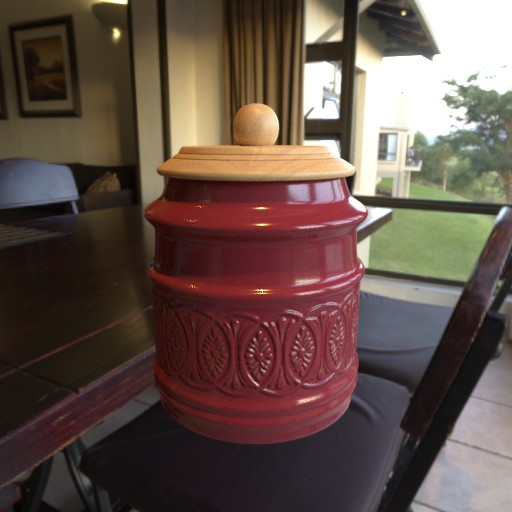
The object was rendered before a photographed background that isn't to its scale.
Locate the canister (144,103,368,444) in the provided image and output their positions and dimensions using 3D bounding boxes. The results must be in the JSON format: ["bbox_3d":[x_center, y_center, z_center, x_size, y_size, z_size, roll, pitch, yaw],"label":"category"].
[{"bbox_3d":[0.000,0.000,0.271,0.130,0.176,0.130,0,15,0],"label":"canister"}]
